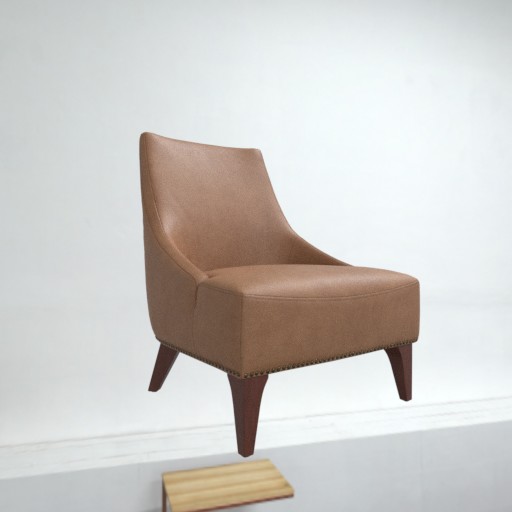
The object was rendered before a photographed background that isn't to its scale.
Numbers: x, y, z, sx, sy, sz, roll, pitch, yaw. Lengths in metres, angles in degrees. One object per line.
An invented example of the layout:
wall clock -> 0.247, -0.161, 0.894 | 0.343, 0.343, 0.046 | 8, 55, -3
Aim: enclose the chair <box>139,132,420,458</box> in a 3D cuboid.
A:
chair -> 0.000, 0.000, 1.514 | 0.701, 0.909, 0.861 | -1, 2, -36
